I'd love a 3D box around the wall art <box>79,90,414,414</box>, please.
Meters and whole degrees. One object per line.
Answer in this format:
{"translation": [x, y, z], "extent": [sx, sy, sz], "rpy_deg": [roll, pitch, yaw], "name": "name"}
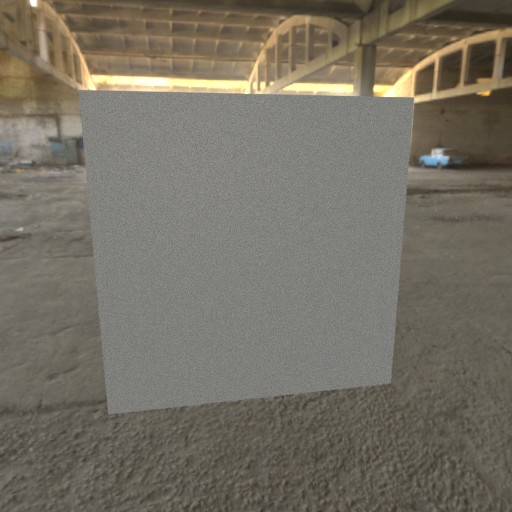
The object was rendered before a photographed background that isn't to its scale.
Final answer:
{"translation": [0.000, 0.000, 0.517], "extent": [0.355, 0.355, 0.027], "rpy_deg": [-3, 14, -11], "name": "wall art"}
